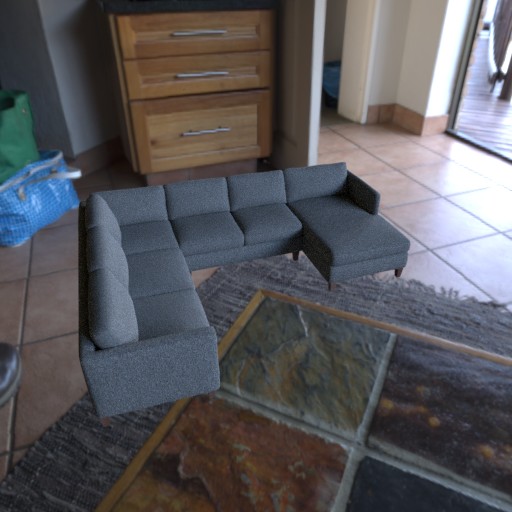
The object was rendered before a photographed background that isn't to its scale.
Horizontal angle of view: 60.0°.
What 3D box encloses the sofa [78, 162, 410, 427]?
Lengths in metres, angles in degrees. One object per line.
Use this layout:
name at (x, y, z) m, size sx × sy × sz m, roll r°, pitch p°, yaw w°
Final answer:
sofa at (0.000, 0.000, 4.380) m, size 3.238 × 0.853 × 2.551 m, roll -10°, pitch 34°, yaw -16°
